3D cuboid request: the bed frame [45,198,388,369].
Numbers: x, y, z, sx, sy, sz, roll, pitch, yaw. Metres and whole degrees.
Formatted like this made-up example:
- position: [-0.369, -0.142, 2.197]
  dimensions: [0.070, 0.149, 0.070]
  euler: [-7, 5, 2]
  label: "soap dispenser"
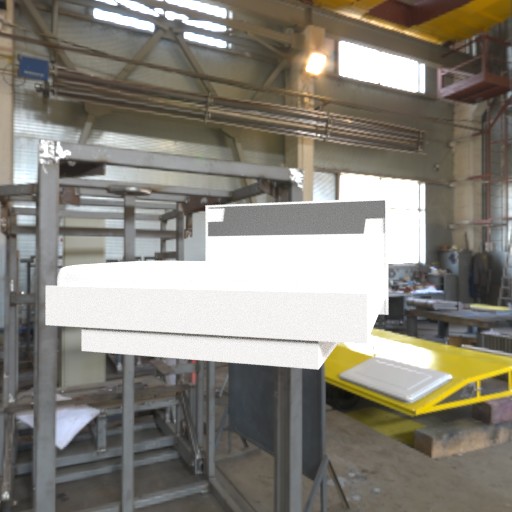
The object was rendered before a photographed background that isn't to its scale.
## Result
- position: [0.000, 0.000, 3.094]
  dimensions: [1.711, 1.001, 2.100]
  euler: [0, 0, 18]
  label: "bed frame"
